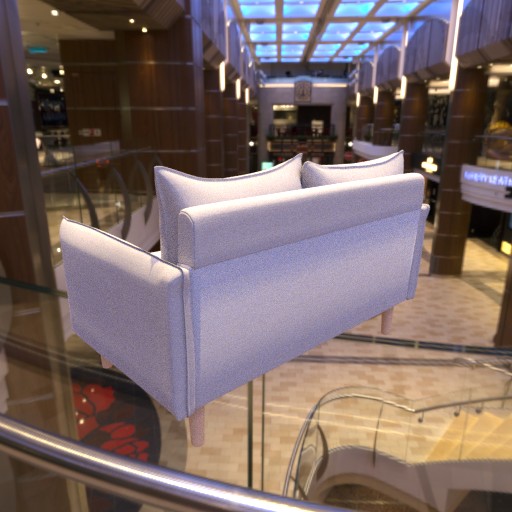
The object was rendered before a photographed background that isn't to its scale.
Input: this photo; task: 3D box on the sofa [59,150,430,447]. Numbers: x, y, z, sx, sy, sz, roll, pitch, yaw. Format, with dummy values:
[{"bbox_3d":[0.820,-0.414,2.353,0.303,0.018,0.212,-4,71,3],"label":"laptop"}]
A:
[{"bbox_3d":[0.000,0.000,1.801,1.300,0.840,0.820,-15,23,-41],"label":"sofa"}]
